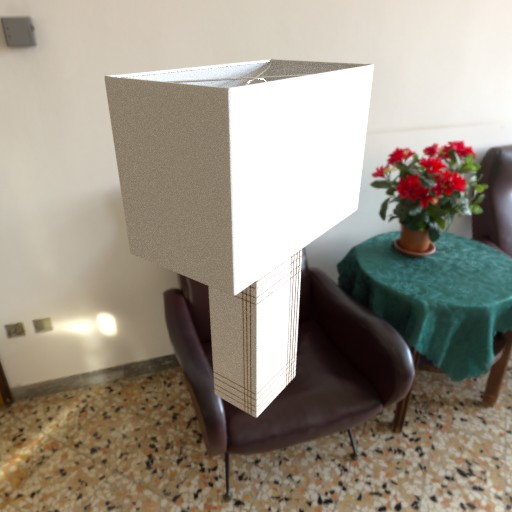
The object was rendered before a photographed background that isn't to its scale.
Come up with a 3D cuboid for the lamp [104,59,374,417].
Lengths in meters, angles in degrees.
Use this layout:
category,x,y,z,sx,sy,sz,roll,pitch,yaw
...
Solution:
category,x,y,z,sx,sy,sz,roll,pitch,yaw
lamp,0.000,0.000,0.695,0.182,0.543,0.334,19,33,32
